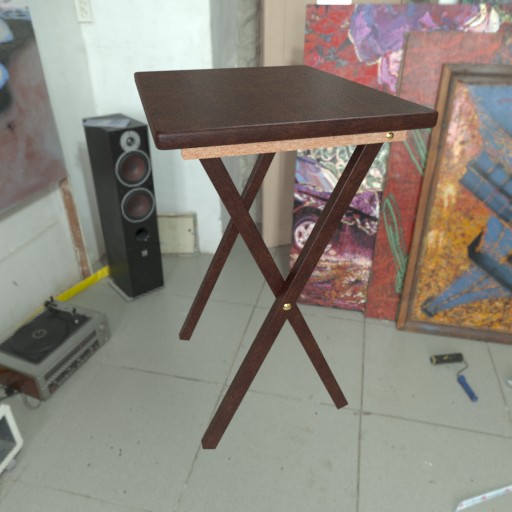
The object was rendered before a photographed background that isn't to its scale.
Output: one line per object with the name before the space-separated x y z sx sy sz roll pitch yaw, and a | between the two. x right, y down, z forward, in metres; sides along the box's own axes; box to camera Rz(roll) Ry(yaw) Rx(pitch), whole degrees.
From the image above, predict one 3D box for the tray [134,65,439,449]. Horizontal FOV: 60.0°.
tray | 0.000 0.000 0.916 0.381 0.660 0.483 -8 32 -14
